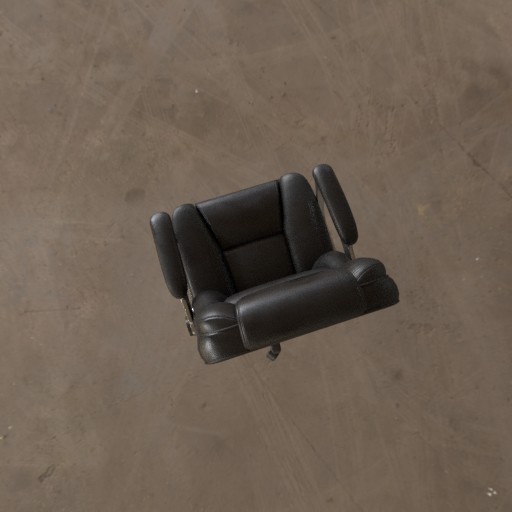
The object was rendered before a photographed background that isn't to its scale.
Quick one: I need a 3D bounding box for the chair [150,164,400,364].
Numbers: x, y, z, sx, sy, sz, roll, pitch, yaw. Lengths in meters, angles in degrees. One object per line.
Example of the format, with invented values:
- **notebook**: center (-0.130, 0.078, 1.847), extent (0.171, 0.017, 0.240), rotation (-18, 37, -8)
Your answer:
- **chair**: center (0.000, 0.000, 1.524), extent (0.697, 1.075, 0.689), rotation (-17, 76, -5)
